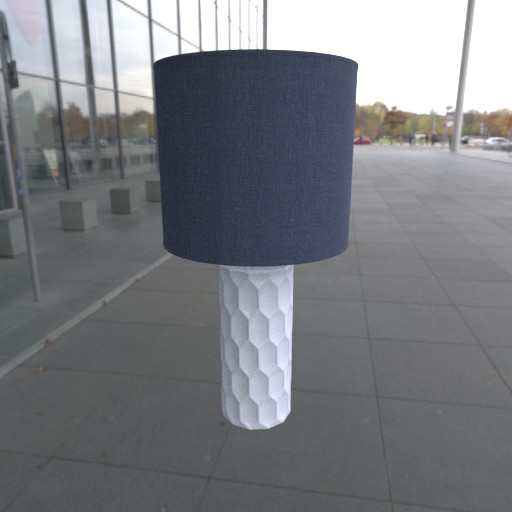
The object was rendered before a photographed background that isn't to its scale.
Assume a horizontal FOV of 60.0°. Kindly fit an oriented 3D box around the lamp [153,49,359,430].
[{"bbox_3d":[0.000,0.000,0.680,0.277,0.537,0.277,7,17,25],"label":"lamp"}]
